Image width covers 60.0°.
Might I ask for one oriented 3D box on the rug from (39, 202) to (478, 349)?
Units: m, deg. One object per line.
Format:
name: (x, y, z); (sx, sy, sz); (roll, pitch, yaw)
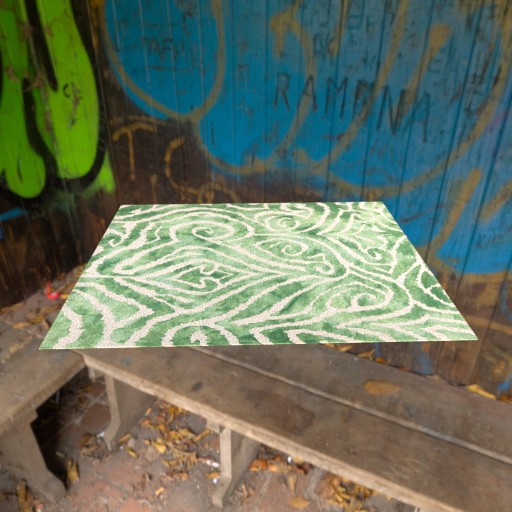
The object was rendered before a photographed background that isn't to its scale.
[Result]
rug: (0.000, 0.000, 4.123); (3.045, 0.007, 2.436); (-1, 30, -2)
